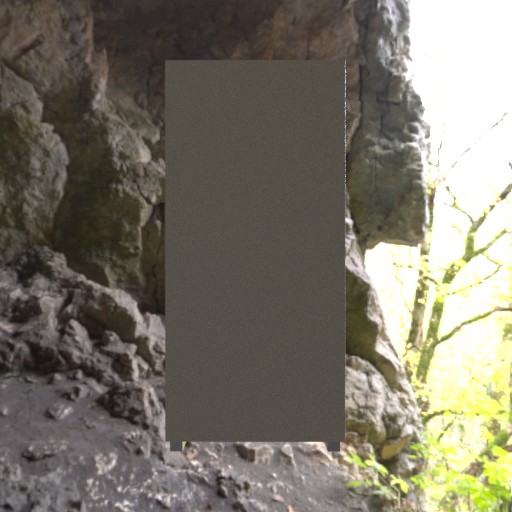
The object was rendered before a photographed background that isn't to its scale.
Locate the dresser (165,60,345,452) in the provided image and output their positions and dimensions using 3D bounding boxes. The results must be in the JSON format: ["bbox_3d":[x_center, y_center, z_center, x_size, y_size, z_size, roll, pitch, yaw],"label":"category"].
[{"bbox_3d":[0.000,0.000,1.678,0.460,1.000,1.100,0,0,0],"label":"dresser"}]
